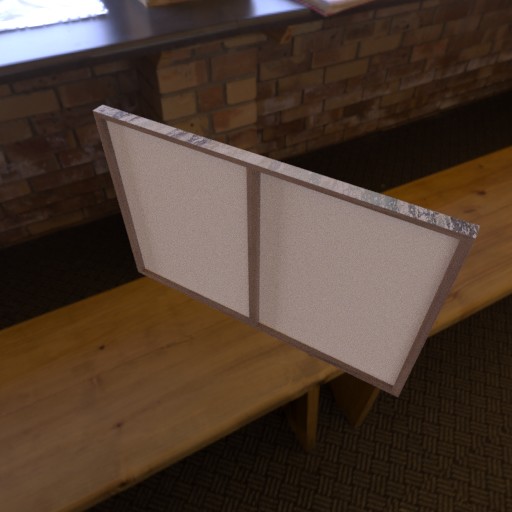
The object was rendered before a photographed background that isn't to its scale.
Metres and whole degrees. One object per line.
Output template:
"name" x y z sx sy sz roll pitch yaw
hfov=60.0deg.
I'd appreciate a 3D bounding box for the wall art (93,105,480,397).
"wall art" 0.000 0.000 1.169 0.919 0.598 0.038 23 50 21
